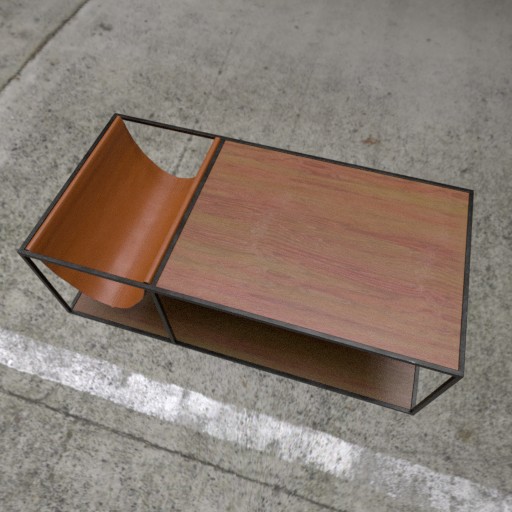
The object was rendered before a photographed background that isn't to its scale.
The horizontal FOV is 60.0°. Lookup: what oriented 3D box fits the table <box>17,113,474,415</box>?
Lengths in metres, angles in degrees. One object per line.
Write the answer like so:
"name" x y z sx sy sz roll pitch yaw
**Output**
"table" 0.000 0.000 1.450 1.199 0.403 0.597 14 59 9
